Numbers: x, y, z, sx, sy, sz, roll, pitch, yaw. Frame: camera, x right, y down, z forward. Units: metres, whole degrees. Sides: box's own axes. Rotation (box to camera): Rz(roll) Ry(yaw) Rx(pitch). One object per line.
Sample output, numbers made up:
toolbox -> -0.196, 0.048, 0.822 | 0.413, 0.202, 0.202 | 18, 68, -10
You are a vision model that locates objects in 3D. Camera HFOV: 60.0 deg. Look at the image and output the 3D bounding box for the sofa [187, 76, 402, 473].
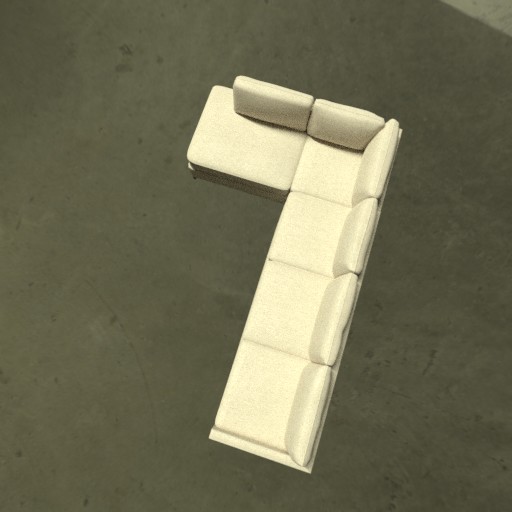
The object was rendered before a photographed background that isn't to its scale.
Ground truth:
sofa -> 0.000, 0.000, 4.372 | 2.048, 0.996, 3.384 | 17, 77, 4
